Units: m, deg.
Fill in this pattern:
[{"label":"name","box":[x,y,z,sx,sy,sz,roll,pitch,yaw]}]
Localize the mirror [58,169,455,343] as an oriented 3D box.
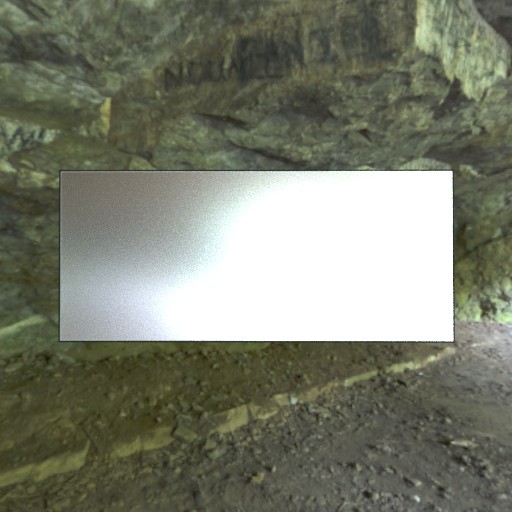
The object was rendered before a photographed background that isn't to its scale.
[{"label":"mirror","box":[0.000,0.000,1.795,1.584,0.692,0.047,0,-1,0]}]
